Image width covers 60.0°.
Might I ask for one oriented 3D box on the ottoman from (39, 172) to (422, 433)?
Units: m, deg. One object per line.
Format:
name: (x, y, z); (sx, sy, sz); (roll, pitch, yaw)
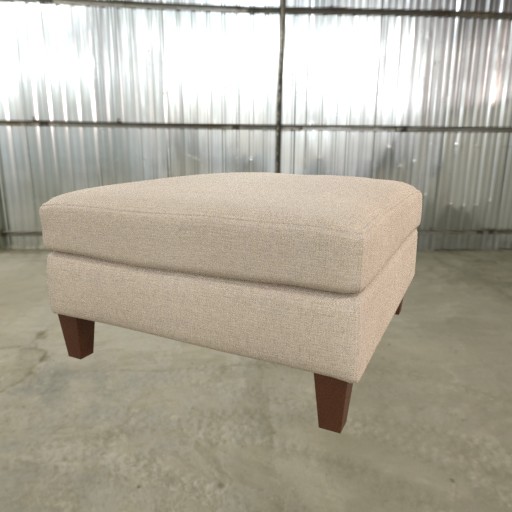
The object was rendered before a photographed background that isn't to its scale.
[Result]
ottoman: (0.000, 0.000, 1.328); (0.838, 0.481, 0.838); (7, 15, 25)
